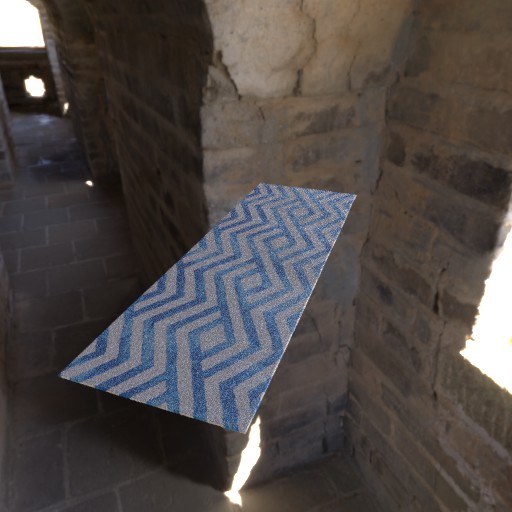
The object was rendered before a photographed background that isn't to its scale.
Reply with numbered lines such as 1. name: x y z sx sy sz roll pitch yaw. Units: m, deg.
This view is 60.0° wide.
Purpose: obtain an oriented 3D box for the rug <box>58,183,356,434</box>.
1. rug: 0.000 0.000 1.639 0.503 0.007 1.492 10 31 18
